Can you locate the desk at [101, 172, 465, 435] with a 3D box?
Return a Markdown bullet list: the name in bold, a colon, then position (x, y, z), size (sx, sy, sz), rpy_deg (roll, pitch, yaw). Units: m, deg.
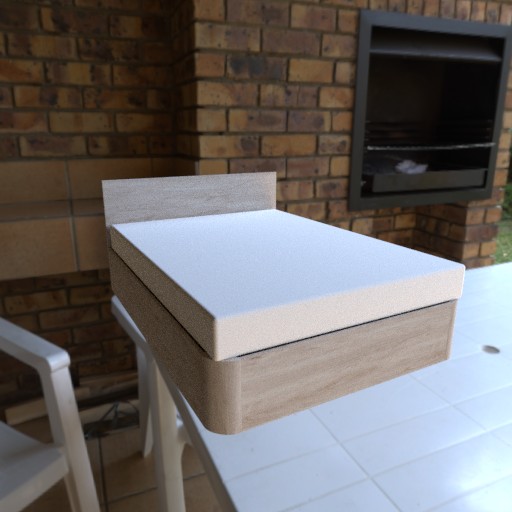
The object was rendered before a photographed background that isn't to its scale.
- **desk**: position (0.000, 0.000, 2.693), size (1.400, 0.800, 1.900), rpy_deg (-8, 18, -27)
